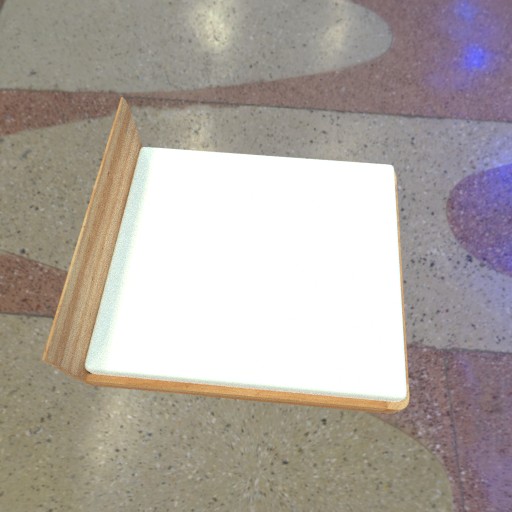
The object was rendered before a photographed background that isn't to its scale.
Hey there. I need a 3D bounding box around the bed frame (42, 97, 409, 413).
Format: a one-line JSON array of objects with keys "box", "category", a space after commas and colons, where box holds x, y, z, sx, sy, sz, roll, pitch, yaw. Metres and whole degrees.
[{"box": [0.000, 0.000, 3.114, 2.092, 0.940, 1.872, 5, 64, 2], "category": "bed frame"}]
